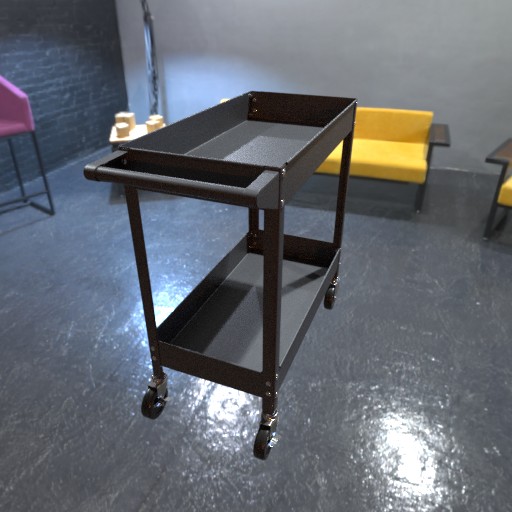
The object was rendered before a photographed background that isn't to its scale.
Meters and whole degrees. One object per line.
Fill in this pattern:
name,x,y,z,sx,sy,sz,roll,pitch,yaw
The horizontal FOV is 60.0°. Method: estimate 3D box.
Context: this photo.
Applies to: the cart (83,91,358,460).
cart,0.000,0.000,1.208,0.366,0.719,0.779,12,32,19
